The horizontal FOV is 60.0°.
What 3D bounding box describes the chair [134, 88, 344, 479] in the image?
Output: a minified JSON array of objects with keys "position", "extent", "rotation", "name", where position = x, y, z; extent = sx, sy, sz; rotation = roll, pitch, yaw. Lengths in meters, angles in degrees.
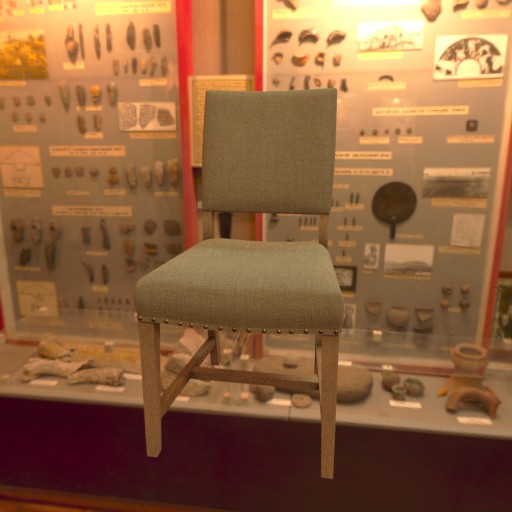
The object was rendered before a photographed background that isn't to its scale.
[{"position":[0.000,0.000,1.318],"extent":[0.508,0.986,0.622],"rotation":[3,15,9],"name":"chair"}]
